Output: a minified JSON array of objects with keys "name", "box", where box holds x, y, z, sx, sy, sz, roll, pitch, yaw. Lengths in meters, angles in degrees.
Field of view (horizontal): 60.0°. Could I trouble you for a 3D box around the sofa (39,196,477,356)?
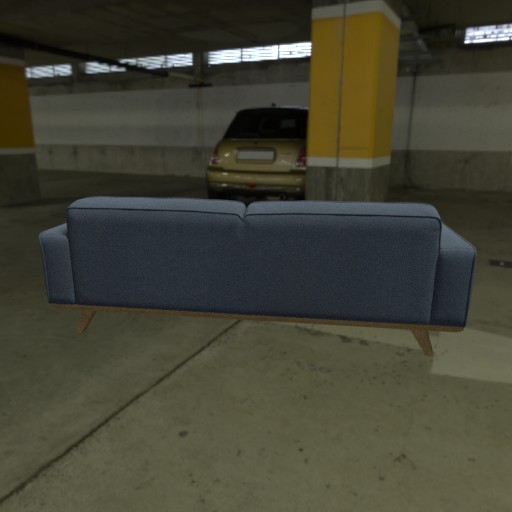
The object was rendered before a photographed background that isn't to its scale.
[{"name":"sofa","box":[0.000,0.000,2.703,2.270,0.782,0.953,2,16,8]}]
